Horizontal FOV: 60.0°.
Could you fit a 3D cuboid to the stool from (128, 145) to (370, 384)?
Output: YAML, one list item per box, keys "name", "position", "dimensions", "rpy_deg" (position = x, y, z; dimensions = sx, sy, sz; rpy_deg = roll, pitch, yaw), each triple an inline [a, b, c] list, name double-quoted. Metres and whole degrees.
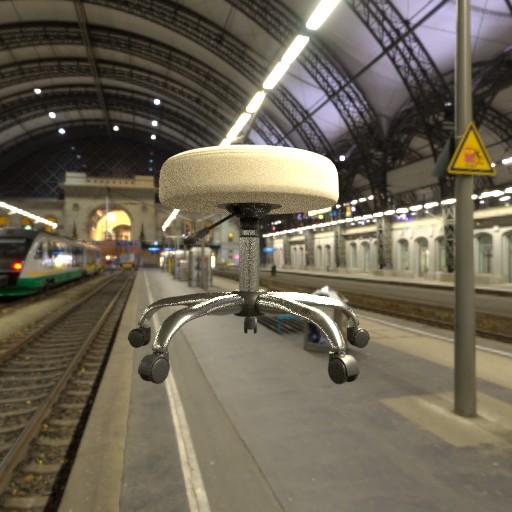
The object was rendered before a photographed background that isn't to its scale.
- name: "stool"
  position: [0.000, 0.000, 1.067]
  dimensions: [0.634, 0.482, 0.614]
  rpy_deg: [0, -1, -36]
